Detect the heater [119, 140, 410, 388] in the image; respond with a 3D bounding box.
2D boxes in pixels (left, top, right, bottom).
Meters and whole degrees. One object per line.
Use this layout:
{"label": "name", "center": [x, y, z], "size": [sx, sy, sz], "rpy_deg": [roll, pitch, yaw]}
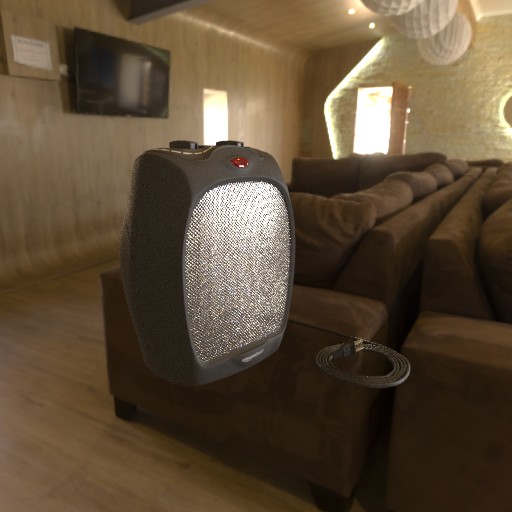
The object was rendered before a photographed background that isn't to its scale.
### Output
{"label": "heater", "center": [0.000, 0.000, 0.475], "size": [0.291, 0.240, 0.239], "rpy_deg": [14, 20, 43]}
